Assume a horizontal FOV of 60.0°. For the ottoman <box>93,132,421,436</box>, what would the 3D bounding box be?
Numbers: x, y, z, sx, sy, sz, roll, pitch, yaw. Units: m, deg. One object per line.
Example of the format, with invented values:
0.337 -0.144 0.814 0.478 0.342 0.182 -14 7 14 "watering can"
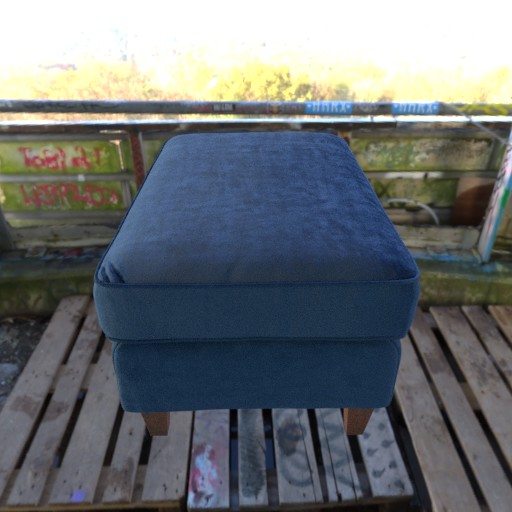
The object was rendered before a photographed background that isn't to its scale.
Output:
0.000 0.000 1.200 0.583 0.484 0.862 0 32 0 "ottoman"
